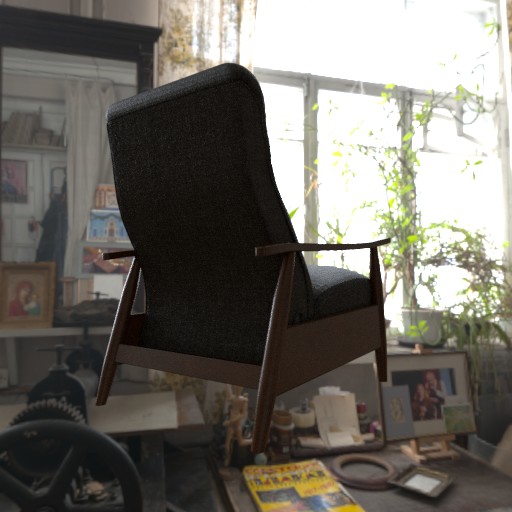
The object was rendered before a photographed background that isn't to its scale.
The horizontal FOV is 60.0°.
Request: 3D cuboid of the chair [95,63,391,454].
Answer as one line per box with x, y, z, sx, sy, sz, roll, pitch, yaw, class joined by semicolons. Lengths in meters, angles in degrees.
0.000;0.000;1.790;0.762;1.082;1.014;-1;-2;36;chair
